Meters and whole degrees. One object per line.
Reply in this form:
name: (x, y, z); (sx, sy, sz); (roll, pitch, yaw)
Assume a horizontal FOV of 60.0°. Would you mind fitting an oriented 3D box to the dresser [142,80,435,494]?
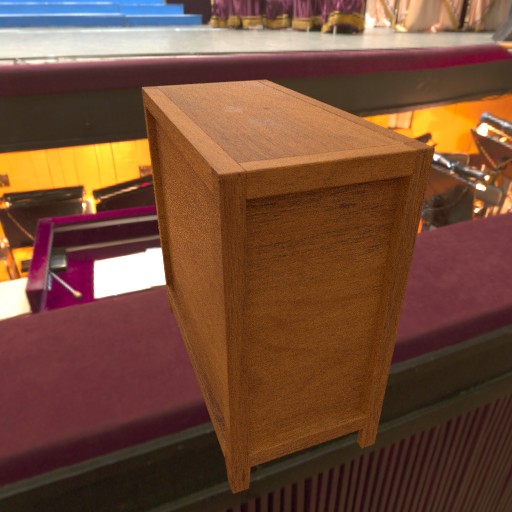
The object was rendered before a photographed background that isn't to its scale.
dresser: (0.000, 0.000, 1.251); (0.427, 0.804, 0.804); (-11, 32, -18)
